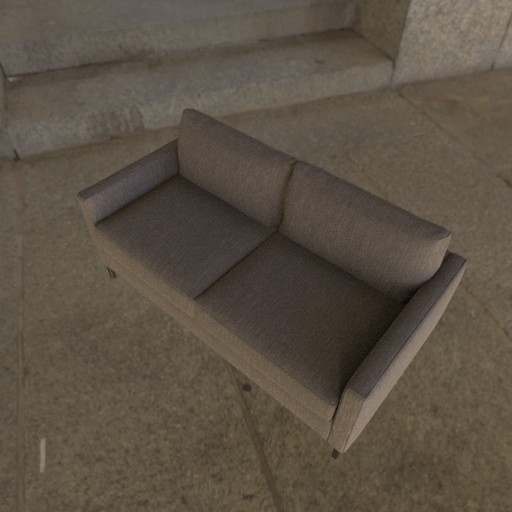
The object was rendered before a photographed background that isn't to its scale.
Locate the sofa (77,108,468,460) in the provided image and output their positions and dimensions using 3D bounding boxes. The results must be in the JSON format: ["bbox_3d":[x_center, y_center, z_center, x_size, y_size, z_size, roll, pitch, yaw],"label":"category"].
[{"bbox_3d":[0.000,0.000,2.177,1.682,0.840,0.875,32,55,27],"label":"sofa"}]
